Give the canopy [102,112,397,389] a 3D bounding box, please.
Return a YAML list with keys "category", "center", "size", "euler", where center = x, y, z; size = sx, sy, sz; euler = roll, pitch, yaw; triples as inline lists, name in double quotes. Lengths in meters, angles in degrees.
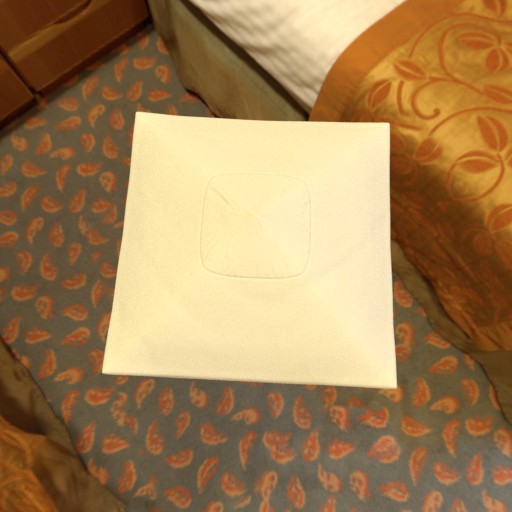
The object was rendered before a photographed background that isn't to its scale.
- category: "canopy"
  center: [0.000, 0.000, 5.534]
  size: [2.998, 2.997, 2.996]
  euler: [3, 76, 1]
